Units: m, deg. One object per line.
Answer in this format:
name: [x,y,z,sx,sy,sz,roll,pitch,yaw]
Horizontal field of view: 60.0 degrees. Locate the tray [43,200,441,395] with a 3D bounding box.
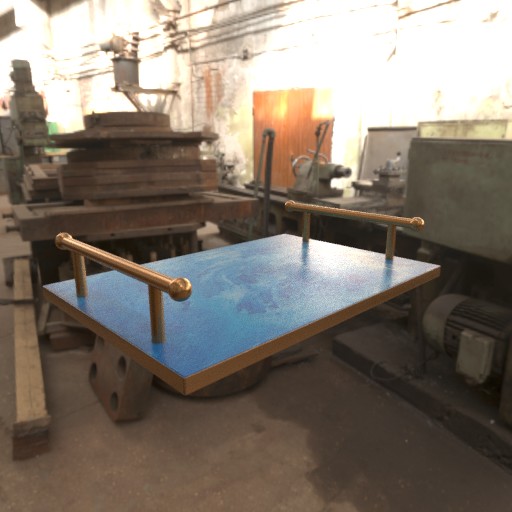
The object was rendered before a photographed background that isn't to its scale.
tray: [0.000,0.000,0.585,0.444,0.084,0.304,-14,20,-42]
